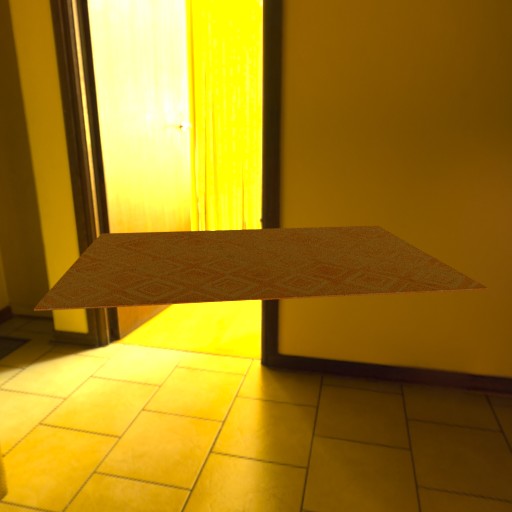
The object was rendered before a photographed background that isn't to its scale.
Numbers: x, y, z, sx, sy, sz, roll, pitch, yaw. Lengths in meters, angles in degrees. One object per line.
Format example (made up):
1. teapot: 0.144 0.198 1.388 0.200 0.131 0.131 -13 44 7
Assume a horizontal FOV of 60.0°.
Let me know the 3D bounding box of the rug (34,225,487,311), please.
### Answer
1. rug: 0.000 0.000 2.334 1.829 0.010 1.213 -2 17 -7
